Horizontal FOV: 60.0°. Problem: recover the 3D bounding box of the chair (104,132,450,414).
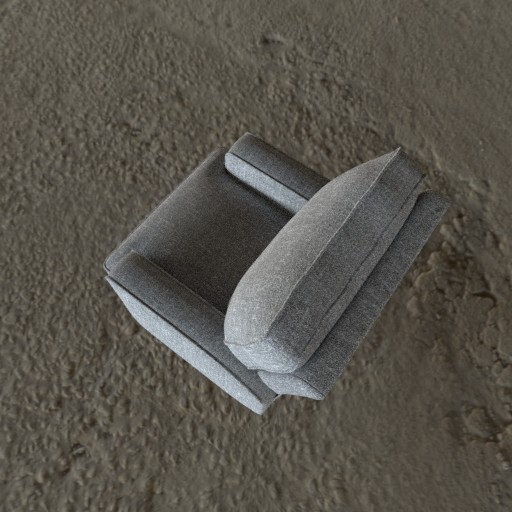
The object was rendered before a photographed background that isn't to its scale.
[{"bbox_3d":[0.000,0.000,1.682,0.964,0.962,0.861,33,68,16],"label":"chair"}]
